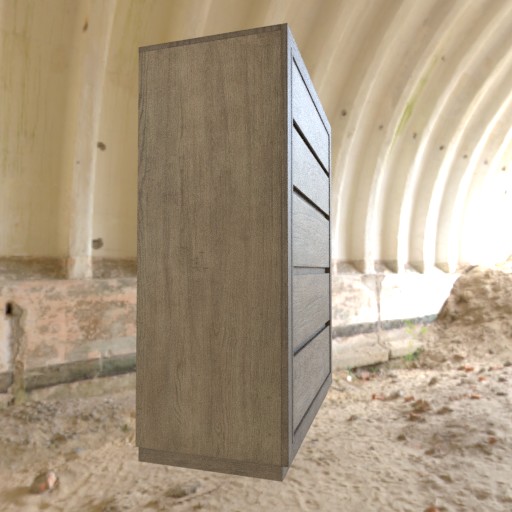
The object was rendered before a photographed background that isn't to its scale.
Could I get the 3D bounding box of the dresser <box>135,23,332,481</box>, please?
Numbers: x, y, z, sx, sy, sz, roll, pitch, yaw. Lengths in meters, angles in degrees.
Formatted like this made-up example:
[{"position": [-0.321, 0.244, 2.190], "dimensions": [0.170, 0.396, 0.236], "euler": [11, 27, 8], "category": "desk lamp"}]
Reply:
[{"position": [0.000, 0.000, 1.772], "dimensions": [0.483, 1.295, 0.967], "euler": [-1, -2, 17], "category": "dresser"}]
